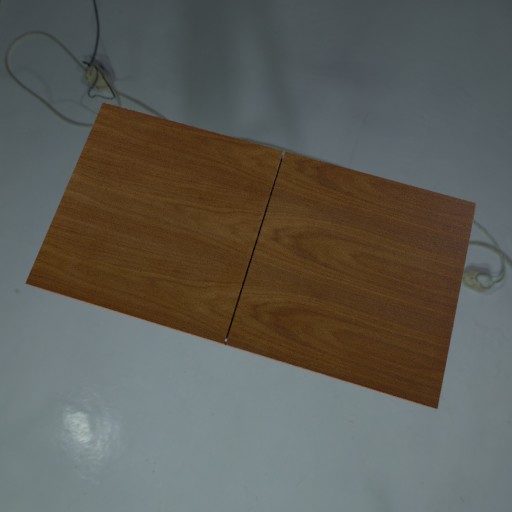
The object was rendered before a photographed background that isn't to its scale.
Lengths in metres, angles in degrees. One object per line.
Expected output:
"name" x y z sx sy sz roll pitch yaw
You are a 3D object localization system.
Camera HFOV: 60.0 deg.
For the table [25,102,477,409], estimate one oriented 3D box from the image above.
"table" 0.000 0.000 1.455 1.194 0.330 0.610 16 77 4
